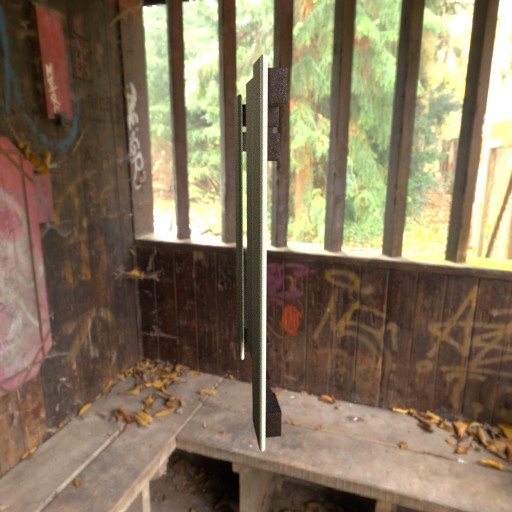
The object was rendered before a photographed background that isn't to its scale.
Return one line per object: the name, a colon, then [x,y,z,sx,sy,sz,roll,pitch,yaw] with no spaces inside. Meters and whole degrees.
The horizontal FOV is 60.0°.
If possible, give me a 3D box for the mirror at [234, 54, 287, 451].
mirror: [0.000,0.000,0.799,0.058,0.611,0.445,-2,15,-9]
